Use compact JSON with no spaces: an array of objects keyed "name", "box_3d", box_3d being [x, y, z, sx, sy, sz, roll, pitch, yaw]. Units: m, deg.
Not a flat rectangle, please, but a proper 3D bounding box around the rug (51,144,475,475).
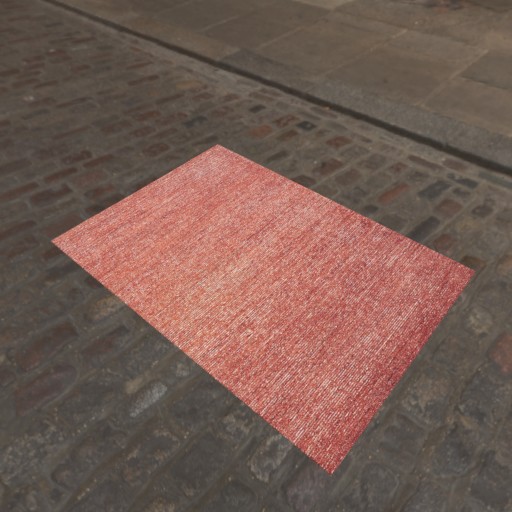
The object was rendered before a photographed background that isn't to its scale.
[{"name":"rug","box_3d":[0.000,0.000,5.041,3.965,0.025,2.803,32,54,27]}]
